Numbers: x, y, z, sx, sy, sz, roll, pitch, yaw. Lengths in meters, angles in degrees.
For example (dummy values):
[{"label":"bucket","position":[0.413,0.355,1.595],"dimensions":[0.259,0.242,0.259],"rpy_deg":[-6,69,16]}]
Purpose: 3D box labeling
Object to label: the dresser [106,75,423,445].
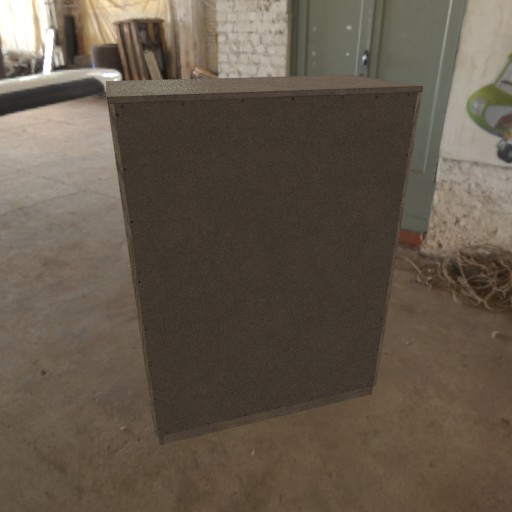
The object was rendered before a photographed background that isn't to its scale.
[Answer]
[{"label":"dresser","position":[0.000,0.000,1.778],"dimensions":[0.967,1.295,0.483],"rpy_deg":[-8,27,-15]}]
